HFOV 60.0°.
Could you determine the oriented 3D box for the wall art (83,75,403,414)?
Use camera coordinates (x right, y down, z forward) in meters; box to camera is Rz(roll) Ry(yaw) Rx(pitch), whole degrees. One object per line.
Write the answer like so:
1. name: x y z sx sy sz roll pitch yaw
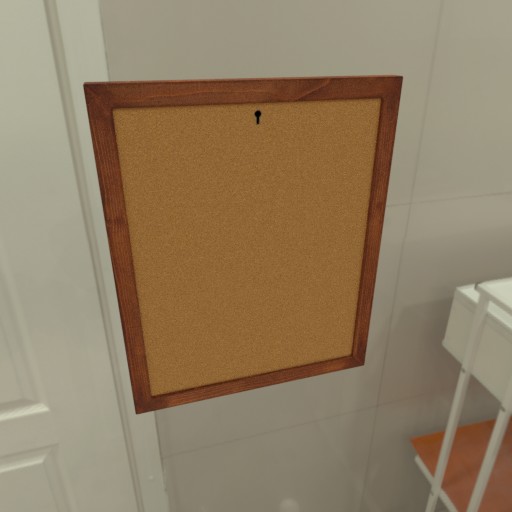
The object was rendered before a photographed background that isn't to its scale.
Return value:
1. wall art: 0.000 0.000 0.750 0.462 0.558 0.030 -8 27 -15
